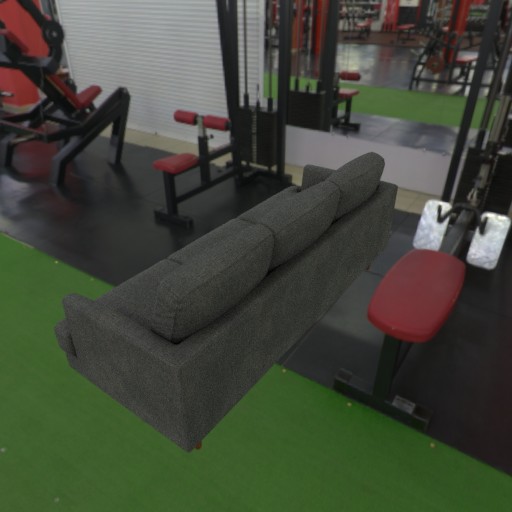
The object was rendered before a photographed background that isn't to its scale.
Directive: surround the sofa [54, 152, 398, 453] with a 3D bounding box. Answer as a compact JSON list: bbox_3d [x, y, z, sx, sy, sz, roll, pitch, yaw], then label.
[{"bbox_3d":[0.000,0.000,2.733,0.903,0.930,2.246,21,37,30],"label":"sofa"}]
